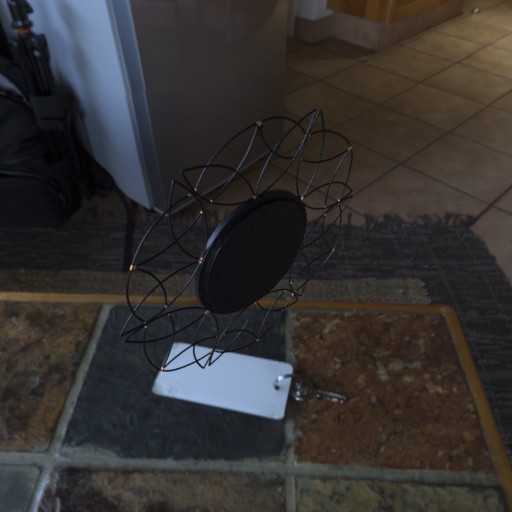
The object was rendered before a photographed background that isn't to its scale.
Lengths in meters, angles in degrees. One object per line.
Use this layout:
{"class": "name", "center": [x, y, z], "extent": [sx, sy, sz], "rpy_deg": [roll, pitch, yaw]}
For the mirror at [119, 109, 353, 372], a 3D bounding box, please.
{"class": "mirror", "center": [0.000, 0.000, 1.169], "extent": [0.797, 0.775, 0.028], "rpy_deg": [-32, 53, -28]}
